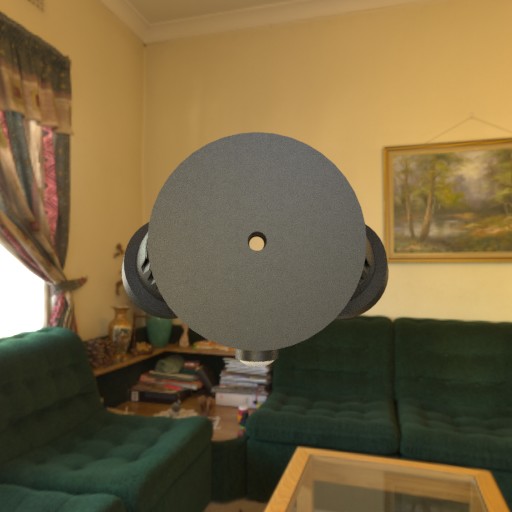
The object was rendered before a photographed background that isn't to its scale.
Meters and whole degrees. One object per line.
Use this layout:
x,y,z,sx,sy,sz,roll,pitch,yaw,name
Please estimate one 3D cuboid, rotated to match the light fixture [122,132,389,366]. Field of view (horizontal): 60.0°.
0.000,0.000,0.303,0.213,0.120,0.168,0,-1,0,light fixture
